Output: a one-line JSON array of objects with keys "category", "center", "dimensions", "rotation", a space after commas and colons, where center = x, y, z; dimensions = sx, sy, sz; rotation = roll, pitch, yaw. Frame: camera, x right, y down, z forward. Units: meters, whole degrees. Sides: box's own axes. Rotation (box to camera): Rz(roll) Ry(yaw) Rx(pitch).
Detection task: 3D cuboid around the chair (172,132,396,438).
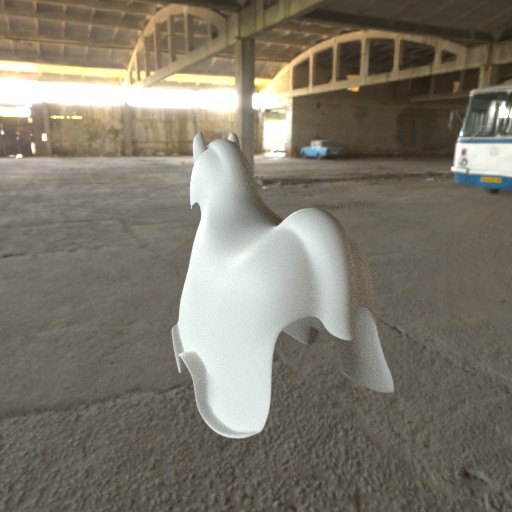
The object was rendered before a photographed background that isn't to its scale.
[{"category": "chair", "center": [0.000, 0.000, 1.130], "dimensions": [0.429, 0.612, 0.800], "rotation": [-7, 17, -25]}]
